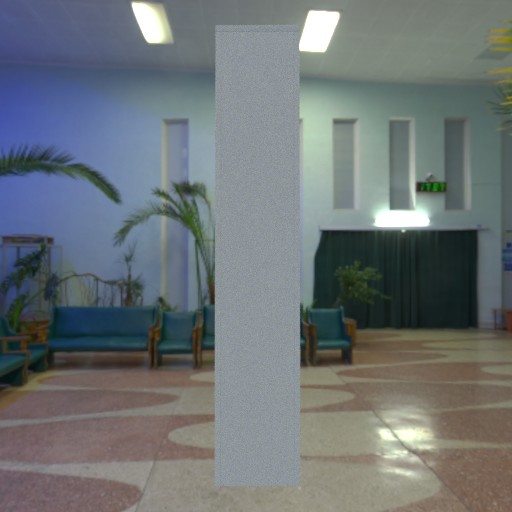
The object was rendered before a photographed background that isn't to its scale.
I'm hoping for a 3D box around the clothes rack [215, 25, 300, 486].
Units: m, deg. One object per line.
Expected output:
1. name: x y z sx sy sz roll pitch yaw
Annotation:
1. clothes rack: 0.000 0.000 1.605 0.250 1.280 0.750 0 -1 0
